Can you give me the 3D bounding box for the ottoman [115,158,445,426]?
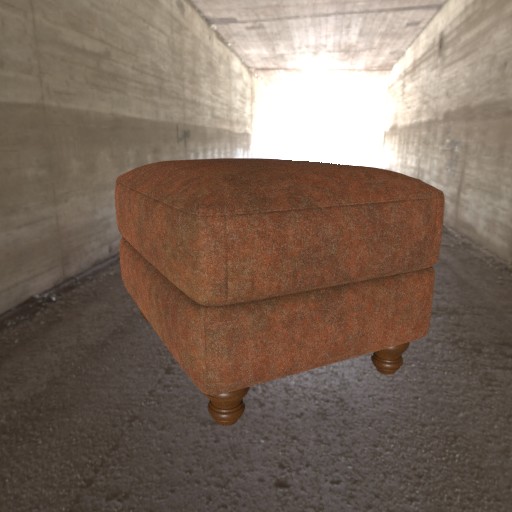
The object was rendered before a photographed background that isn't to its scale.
[{"bbox_3d":[0.000,0.000,1.199,0.635,0.508,0.787,-8,17,-26],"label":"ottoman"}]
